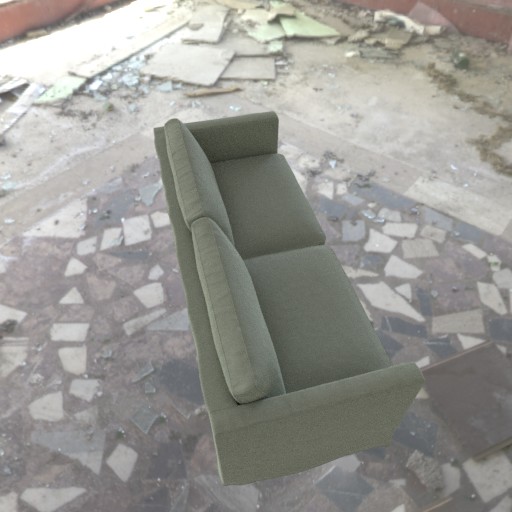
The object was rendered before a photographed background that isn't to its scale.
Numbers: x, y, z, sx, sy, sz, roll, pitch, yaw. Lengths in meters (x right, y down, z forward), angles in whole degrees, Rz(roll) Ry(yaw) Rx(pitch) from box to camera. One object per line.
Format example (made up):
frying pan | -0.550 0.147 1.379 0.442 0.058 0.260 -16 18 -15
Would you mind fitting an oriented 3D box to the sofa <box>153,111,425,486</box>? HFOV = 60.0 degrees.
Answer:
sofa | 0.000 0.000 2.750 0.962 0.853 2.312 -11 49 -10
